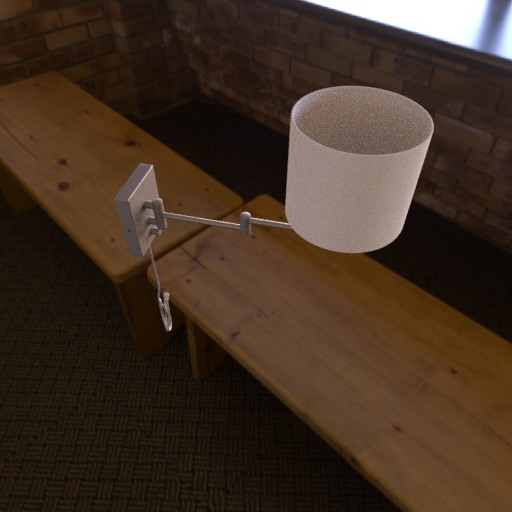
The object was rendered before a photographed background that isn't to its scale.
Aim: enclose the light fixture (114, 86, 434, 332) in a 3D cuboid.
[{"bbox_3d":[0.000,0.000,0.901,0.516,0.651,0.203,10,47,9],"label":"light fixture"}]
